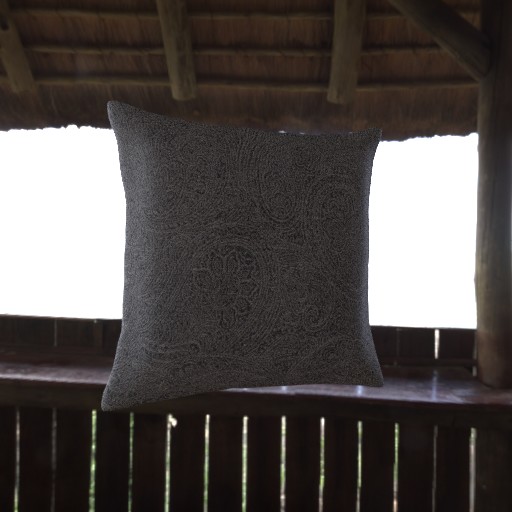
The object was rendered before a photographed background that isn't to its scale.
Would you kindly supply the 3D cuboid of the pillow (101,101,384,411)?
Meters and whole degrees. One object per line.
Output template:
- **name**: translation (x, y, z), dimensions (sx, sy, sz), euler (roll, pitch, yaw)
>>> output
- **pillow**: translation (0.000, 0.000, 0.795), dimensions (0.523, 0.510, 0.166), euler (0, 0, -17)
